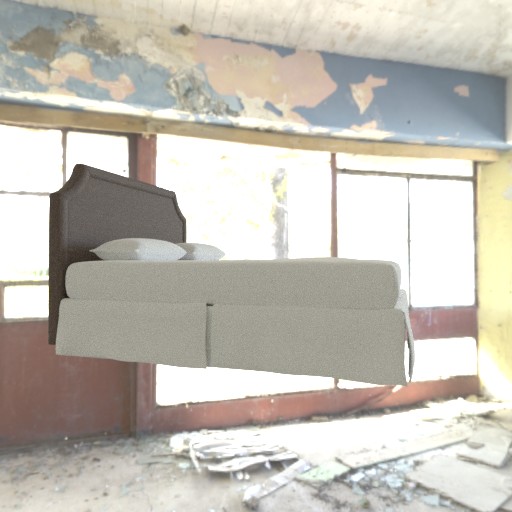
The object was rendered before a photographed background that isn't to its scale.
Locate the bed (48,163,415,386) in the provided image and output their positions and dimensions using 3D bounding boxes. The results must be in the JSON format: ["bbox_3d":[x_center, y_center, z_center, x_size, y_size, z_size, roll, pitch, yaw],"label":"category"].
[{"bbox_3d":[0.000,0.000,4.130,2.773,1.590,2.350,0,-1,19],"label":"bed"}]
